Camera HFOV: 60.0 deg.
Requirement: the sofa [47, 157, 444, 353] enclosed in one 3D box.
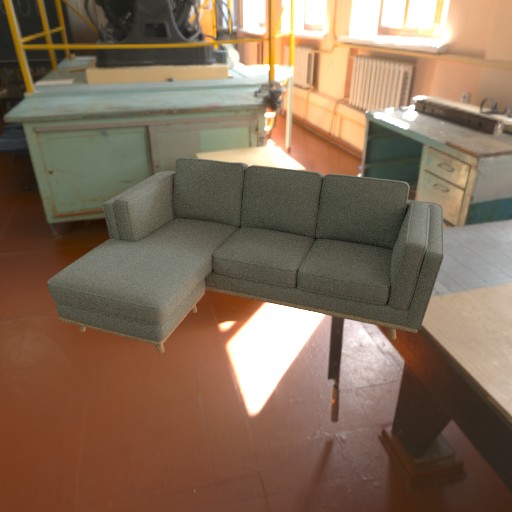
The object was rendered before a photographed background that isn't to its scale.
[{"bbox_3d":[0.000,0.000,3.155,2.411,0.929,1.604,10,30,17],"label":"sofa"}]
